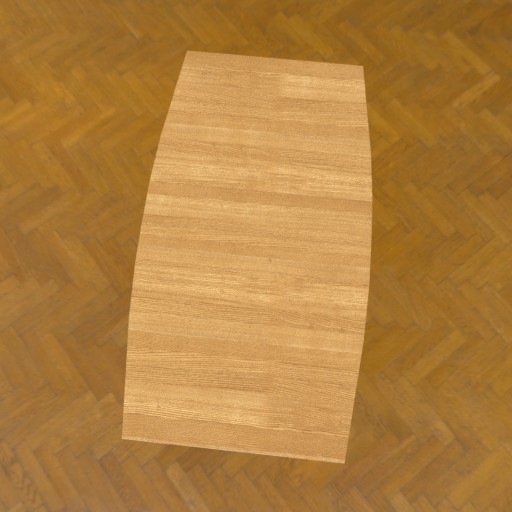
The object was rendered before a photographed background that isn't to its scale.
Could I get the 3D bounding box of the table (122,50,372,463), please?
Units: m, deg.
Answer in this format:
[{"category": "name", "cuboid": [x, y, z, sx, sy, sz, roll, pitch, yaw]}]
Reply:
[{"category": "table", "cuboid": [0.000, 0.000, 2.092, 0.900, 0.748, 1.598, 6, 75, 2]}]
